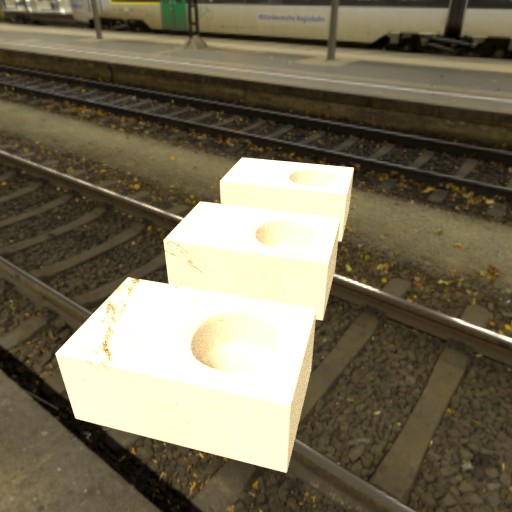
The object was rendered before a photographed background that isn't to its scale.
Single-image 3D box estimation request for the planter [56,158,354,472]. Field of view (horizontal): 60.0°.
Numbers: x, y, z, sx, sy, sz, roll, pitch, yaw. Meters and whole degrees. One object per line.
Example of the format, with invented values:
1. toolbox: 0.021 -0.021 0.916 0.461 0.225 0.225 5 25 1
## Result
1. planter: 0.000 0.000 0.370 0.127 0.051 0.333 8 32 13
